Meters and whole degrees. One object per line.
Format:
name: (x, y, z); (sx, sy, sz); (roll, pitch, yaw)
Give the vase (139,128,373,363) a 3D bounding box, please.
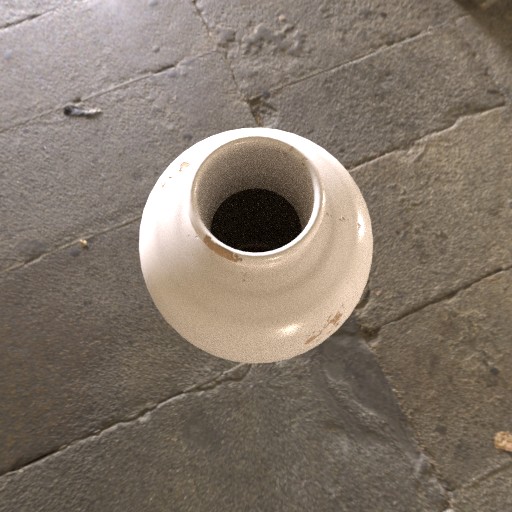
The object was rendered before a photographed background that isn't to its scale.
vase: (0.000, 0.000, 0.333); (0.158, 0.228, 0.158); (0, 74, 0)
